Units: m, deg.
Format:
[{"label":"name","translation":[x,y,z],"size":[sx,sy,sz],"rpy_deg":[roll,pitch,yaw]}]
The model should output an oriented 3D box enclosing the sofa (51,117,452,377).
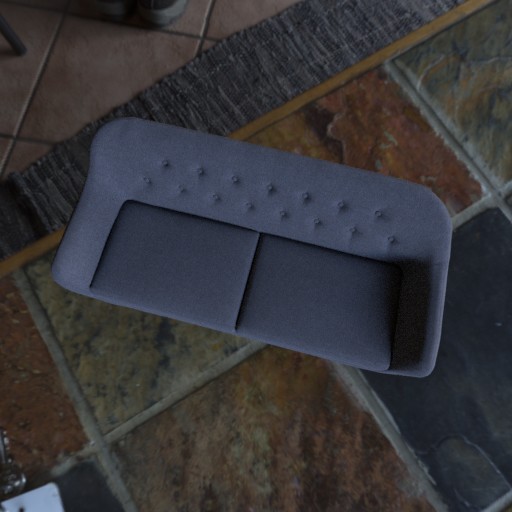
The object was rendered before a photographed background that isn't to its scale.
[{"label":"sofa","translation":[0.000,0.000,2.273],"size":[1.840,0.820,0.820],"rpy_deg":[14,75,4]}]
